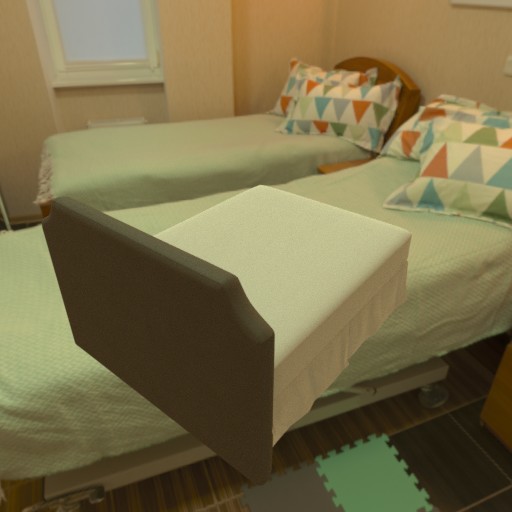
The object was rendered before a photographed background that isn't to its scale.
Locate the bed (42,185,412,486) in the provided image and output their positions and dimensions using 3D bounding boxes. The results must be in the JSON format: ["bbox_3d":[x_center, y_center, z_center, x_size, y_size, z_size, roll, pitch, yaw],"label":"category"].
[{"bbox_3d":[0.000,0.000,3.291,1.831,1.297,2.181,23,39,32],"label":"bed"}]
